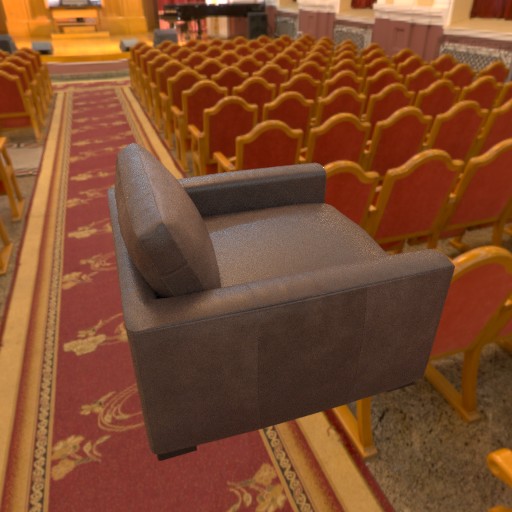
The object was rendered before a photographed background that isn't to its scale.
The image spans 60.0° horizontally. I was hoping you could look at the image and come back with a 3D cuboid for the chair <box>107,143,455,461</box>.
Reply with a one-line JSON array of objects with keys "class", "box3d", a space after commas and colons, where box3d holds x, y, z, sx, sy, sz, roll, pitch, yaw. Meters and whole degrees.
[{"class": "chair", "box3d": [0.000, 0.000, 1.804, 1.069, 0.812, 1.100, -10, 32, -16]}]
